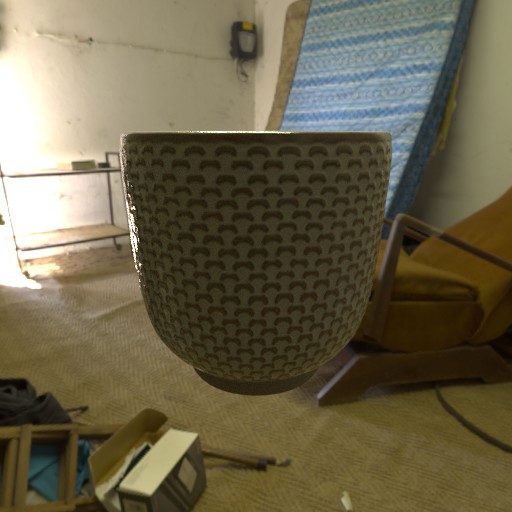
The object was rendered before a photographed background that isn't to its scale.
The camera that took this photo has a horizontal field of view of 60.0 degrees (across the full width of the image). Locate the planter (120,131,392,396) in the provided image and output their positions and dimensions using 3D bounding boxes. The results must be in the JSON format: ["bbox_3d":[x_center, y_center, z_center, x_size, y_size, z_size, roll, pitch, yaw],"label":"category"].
[{"bbox_3d":[0.000,0.000,0.355,0.197,0.191,0.197,0,15,0],"label":"planter"}]
